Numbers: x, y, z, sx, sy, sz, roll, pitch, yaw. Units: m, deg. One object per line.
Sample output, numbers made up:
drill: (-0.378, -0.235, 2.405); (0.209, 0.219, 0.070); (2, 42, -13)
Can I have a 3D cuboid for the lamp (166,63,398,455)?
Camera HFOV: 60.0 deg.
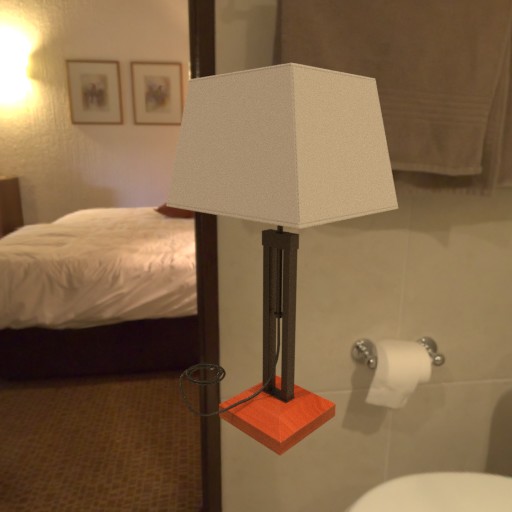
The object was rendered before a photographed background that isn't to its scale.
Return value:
lamp: (0.000, 0.000, 0.977); (0.310, 0.737, 0.498); (-14, 20, -43)
